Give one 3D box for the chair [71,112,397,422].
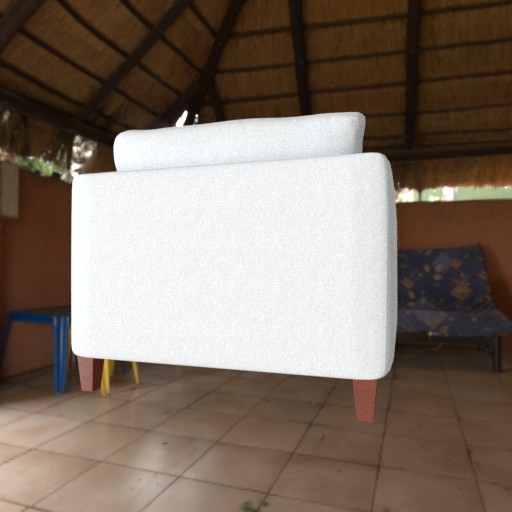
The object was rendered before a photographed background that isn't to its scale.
[{"bbox_3d":[0.000,0.000,1.830,1.107,0.961,0.953,0,-1,18],"label":"chair"}]
